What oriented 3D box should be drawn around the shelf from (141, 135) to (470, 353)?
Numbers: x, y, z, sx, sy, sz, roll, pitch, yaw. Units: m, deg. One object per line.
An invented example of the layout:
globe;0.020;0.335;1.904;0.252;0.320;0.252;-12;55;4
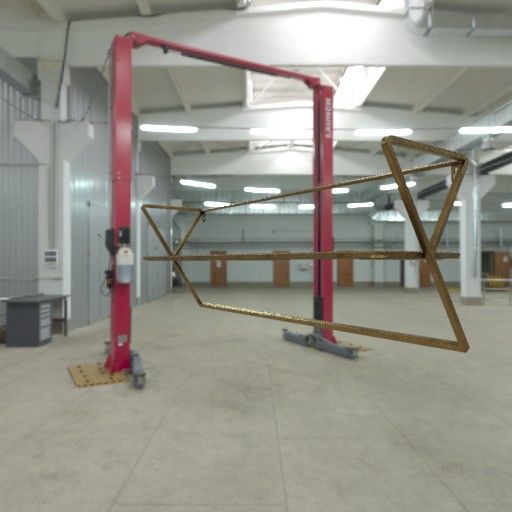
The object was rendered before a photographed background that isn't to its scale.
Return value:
shelf;0.000;0.000;0.734;0.150;0.229;0.645;1;-1;-35
